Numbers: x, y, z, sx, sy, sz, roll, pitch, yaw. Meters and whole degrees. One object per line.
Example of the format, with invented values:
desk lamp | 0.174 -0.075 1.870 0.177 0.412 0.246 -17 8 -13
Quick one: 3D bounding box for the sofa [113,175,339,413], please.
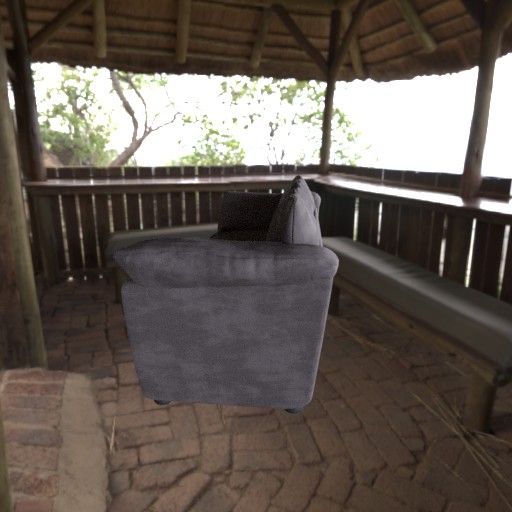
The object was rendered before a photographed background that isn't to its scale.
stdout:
sofa | 0.000 0.000 2.856 0.893 0.981 2.377 2 14 6
